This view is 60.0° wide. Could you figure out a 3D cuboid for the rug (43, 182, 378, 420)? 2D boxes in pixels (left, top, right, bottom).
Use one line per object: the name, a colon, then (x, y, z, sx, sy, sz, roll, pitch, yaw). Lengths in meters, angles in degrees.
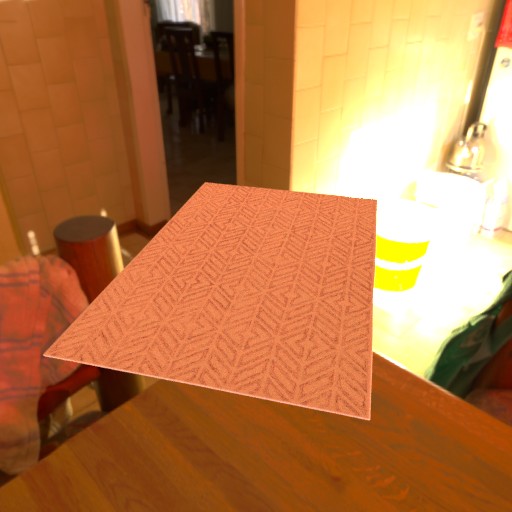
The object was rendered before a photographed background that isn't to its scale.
rug: (0.000, 0.000, 2.324, 1.220, 0.007, 1.828, 7, 32, 12)
